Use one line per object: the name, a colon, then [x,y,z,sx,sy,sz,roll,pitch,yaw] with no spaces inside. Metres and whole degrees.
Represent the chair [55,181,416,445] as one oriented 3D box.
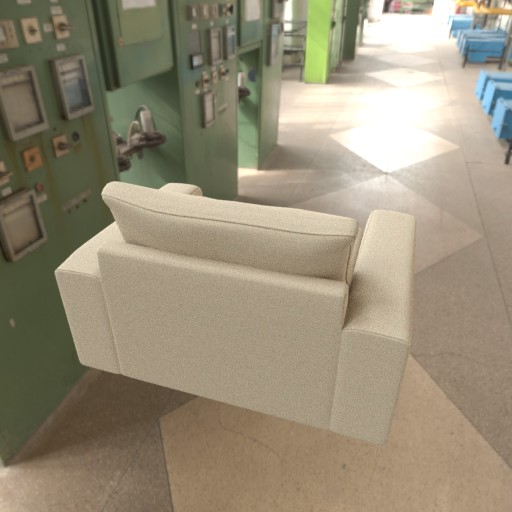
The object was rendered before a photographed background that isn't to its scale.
chair: [0.000,0.000,2.083,1.398,0.915,1.039,10,33,15]
